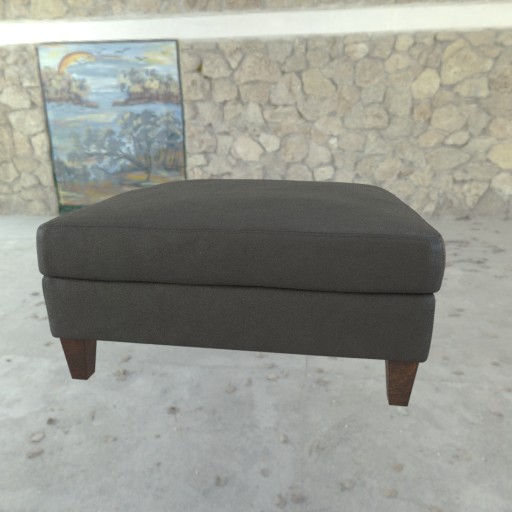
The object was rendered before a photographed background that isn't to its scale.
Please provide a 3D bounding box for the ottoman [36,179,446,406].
[{"bbox_3d":[0.000,0.000,1.275,0.836,0.415,0.844,2,15,8],"label":"ottoman"}]
